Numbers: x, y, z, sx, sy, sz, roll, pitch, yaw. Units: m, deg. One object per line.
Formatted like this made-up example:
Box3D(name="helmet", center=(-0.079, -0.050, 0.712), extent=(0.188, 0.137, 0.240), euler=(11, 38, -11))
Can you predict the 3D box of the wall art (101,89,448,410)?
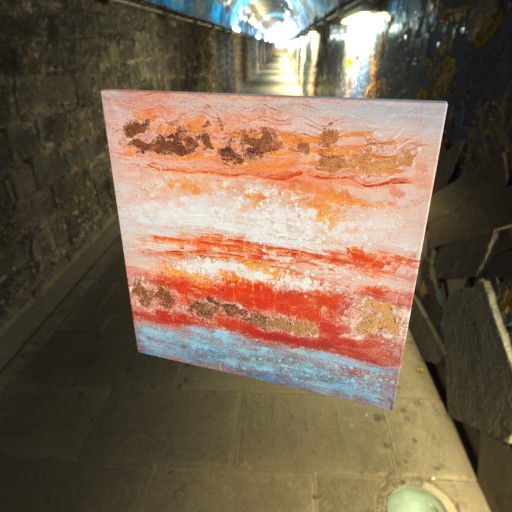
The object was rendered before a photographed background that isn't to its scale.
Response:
Box3D(name="wall art", center=(0.000, 0.000, 1.088), extent=(0.747, 0.747, 0.035), euler=(8, 27, 17))
